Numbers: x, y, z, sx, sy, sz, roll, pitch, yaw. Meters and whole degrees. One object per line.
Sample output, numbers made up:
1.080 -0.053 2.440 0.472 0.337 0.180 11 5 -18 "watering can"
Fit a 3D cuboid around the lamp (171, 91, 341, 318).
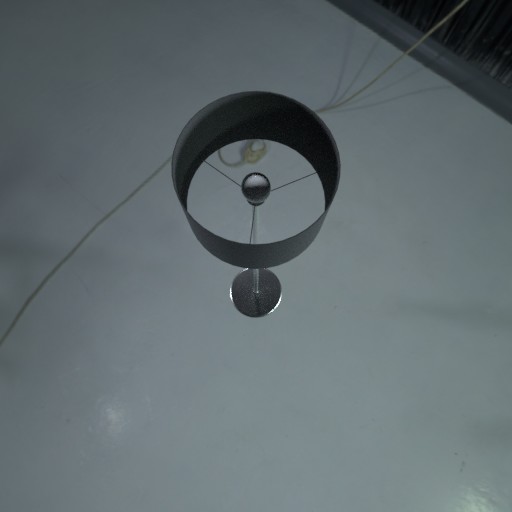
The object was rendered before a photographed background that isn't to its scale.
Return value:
0.000 0.000 1.607 0.348 1.443 0.348 36 78 9 "lamp"
